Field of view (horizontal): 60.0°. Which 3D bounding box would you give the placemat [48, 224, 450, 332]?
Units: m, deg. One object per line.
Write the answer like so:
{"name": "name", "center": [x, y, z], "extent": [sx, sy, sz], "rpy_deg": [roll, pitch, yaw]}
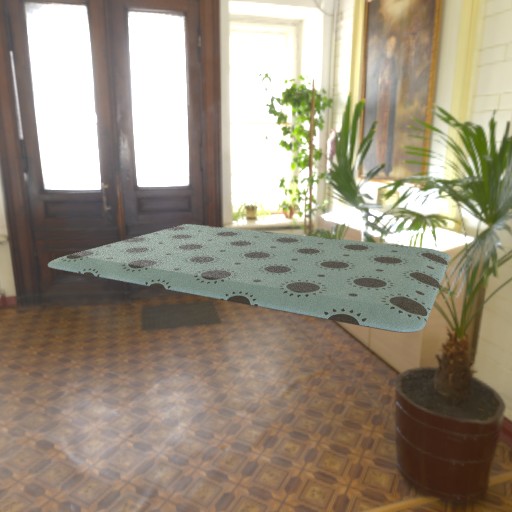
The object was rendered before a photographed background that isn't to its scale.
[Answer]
{"name": "placemat", "center": [0.000, 0.000, 0.979], "extent": [0.762, 0.021, 0.508], "rpy_deg": [7, 16, 26]}
